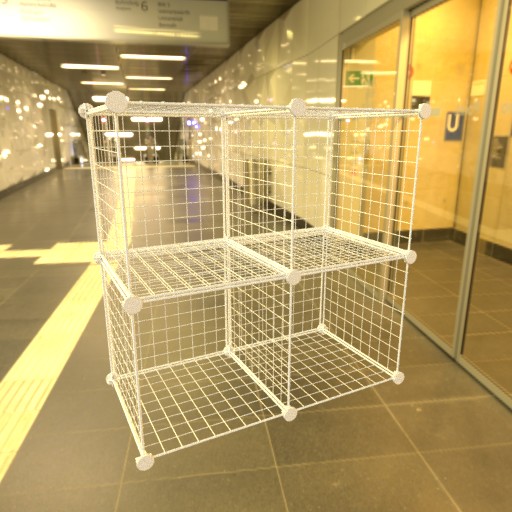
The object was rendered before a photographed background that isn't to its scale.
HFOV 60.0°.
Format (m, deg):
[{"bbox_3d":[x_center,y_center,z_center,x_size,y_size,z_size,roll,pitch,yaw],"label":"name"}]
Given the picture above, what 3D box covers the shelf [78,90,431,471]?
[{"bbox_3d":[0.000,0.000,1.090,0.711,0.711,0.356,-8,18,-26],"label":"shelf"}]
